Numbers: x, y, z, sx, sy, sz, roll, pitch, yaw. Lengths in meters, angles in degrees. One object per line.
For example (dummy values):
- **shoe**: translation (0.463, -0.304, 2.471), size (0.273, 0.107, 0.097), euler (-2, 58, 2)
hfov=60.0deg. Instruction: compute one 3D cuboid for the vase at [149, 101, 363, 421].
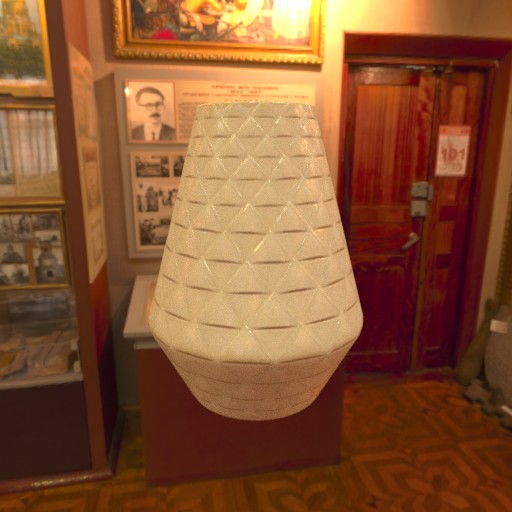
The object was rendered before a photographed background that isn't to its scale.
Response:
- **vase**: translation (0.000, 0.000, 0.359), size (0.175, 0.230, 0.175), euler (0, 14, 0)
